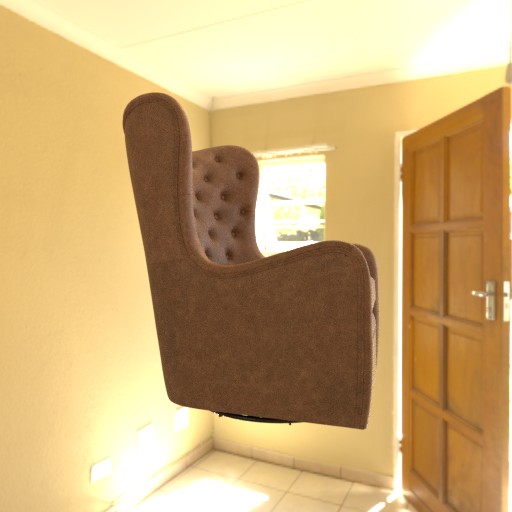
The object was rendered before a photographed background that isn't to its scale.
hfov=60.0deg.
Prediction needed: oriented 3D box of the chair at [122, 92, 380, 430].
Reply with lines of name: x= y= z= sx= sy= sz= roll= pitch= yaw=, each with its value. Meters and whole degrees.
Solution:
chair: x=0.000 y=0.000 z=1.761 sx=0.930 sy=1.079 sz=0.831 roll=0 pitch=1 yaw=17
